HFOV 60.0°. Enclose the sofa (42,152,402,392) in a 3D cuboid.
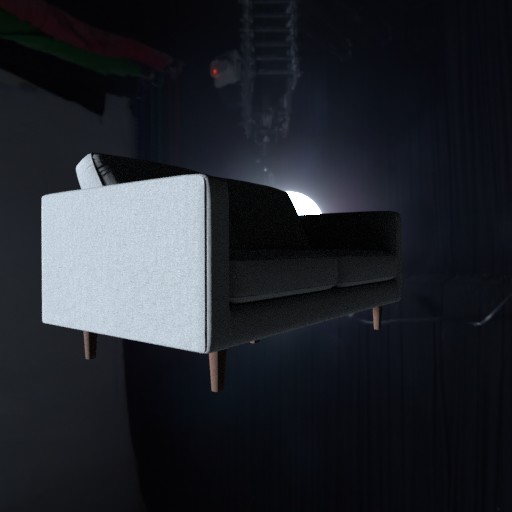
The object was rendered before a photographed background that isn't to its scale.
[{"bbox_3d":[0.000,0.000,2.287,1.000,0.900,1.731,1,1,37],"label":"sofa"}]
